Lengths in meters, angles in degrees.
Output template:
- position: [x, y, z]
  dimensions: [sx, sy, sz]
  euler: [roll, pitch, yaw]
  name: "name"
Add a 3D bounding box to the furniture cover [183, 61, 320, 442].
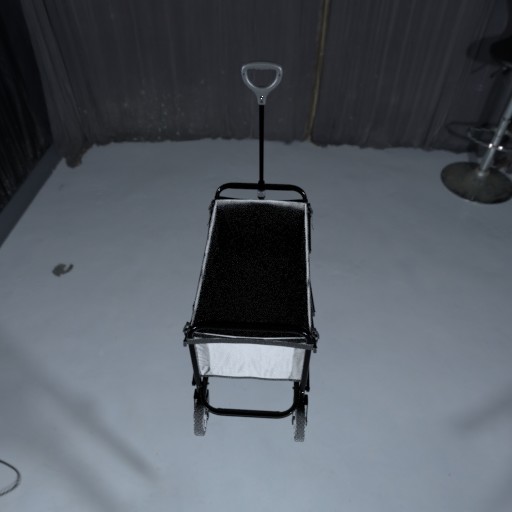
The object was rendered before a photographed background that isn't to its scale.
- position: [0.000, 0.000, 1.834]
  dimensions: [0.532, 1.295, 1.038]
  euler: [2, 45, 2]
  name: "furniture cover"
